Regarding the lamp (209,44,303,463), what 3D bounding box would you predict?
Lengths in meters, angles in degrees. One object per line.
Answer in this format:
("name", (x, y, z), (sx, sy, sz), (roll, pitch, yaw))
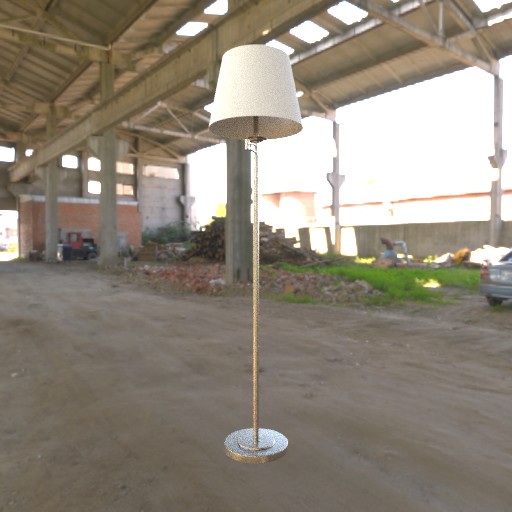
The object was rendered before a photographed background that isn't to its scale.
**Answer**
("lamp", (0.000, 0.000, 1.681), (0.355, 1.473, 0.355), (0, 2, 0))
